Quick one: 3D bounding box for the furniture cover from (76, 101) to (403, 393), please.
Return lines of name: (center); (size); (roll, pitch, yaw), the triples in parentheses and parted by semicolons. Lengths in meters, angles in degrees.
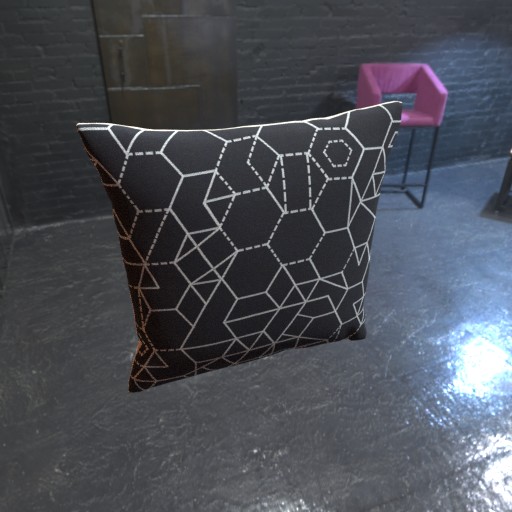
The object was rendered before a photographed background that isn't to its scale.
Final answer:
furniture cover: (0.000, 0.000, 0.796); (0.517, 0.508, 0.158); (-10, 31, -16)
